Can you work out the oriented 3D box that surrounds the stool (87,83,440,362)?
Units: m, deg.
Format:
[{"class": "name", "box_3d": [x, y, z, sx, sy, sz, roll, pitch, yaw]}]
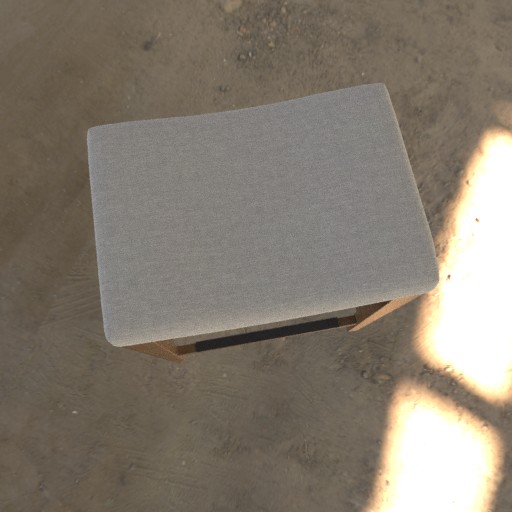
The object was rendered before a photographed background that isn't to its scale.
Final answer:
[{"class": "stool", "box_3d": [0.000, 0.000, 0.950, 0.508, 0.660, 0.356, -10, 76, -2]}]
